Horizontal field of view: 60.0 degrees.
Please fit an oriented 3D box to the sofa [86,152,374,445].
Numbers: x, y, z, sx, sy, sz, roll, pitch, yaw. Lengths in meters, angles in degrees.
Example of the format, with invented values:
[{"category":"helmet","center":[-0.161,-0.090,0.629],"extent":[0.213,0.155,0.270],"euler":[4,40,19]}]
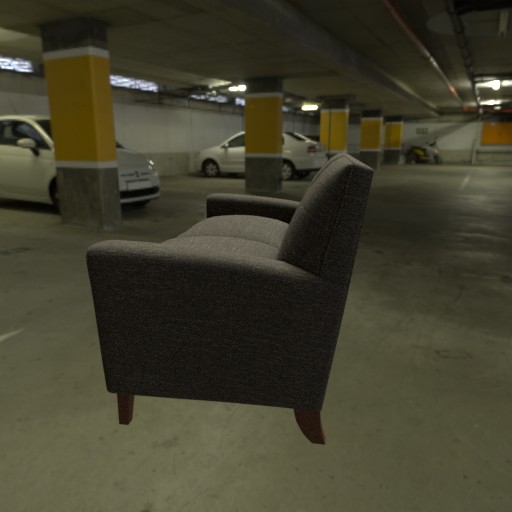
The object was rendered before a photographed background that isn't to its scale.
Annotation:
[{"category":"sofa","center":[0.000,0.000,2.035],"extent":[0.867,0.905,1.509],"euler":[2,14,9]}]
